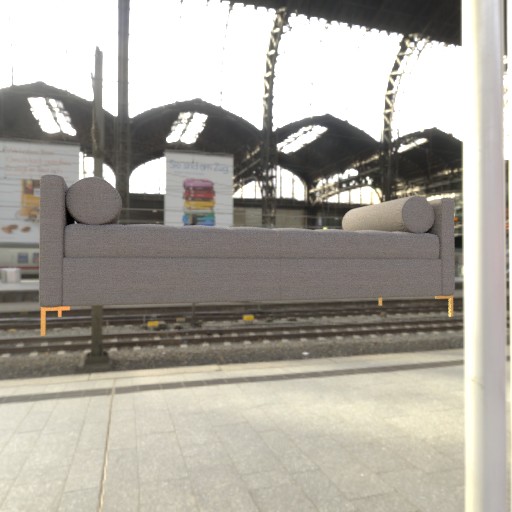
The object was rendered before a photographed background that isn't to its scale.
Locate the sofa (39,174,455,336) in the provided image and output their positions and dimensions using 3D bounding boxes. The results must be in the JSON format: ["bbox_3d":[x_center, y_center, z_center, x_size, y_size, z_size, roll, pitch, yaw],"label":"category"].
[{"bbox_3d":[0.000,0.000,2.330,1.981,0.635,0.686,0,-1,-19],"label":"sofa"}]
